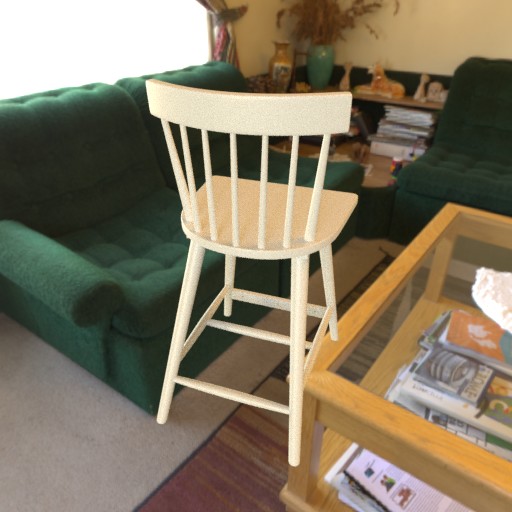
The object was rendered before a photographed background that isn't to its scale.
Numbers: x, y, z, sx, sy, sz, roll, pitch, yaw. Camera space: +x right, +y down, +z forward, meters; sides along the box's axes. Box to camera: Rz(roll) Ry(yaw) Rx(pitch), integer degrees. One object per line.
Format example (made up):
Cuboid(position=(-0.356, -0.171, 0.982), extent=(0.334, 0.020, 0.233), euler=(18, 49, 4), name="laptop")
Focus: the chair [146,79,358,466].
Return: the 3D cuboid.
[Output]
Cuboid(position=(0.000, 0.000, 1.268), extent=(0.483, 0.952, 0.572), euler=(10, 32, 17), name="chair")
